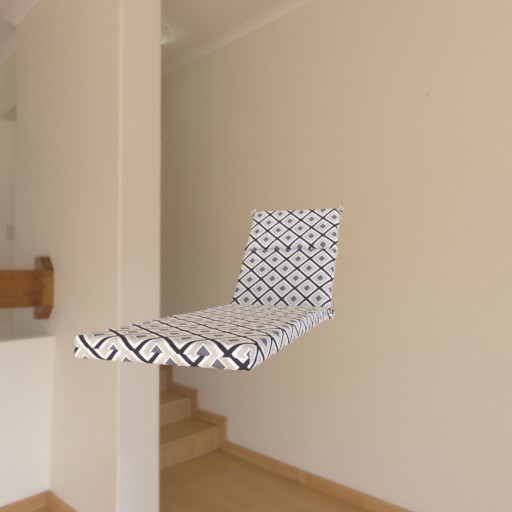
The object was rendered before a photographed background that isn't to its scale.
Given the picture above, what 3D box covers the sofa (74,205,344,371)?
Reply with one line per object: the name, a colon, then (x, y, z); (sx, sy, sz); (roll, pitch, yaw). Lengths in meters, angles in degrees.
sofa: (0.000, 0.000, 1.922); (0.582, 0.622, 1.663); (-1, -2, 18)
